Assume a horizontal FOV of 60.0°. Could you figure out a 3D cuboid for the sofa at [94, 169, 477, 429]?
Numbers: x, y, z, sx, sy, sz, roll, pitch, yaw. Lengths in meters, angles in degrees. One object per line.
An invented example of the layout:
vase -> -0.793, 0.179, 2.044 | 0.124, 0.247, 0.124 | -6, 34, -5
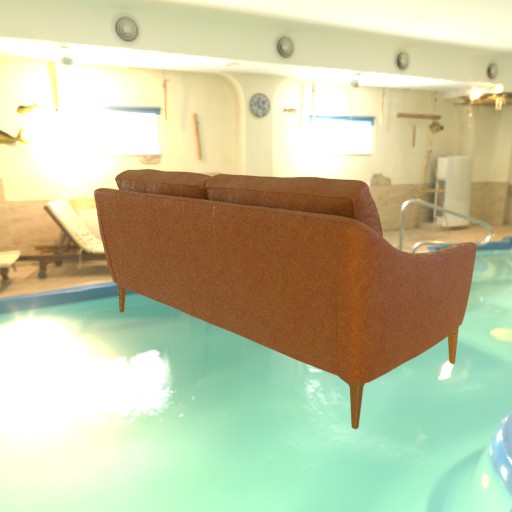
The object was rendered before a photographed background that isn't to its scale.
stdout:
sofa -> 0.000, 0.000, 2.486 | 2.036, 0.945, 0.981 | 13, 18, 43
